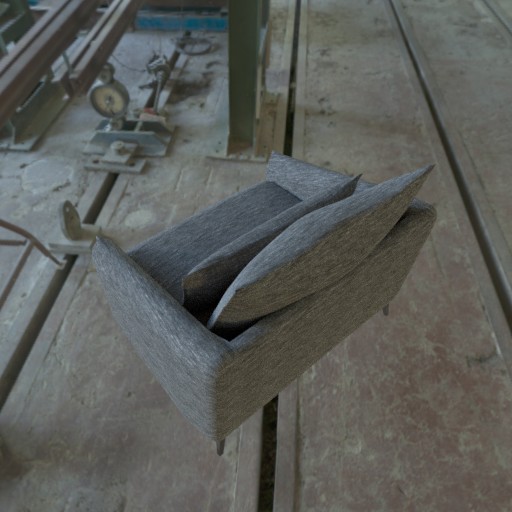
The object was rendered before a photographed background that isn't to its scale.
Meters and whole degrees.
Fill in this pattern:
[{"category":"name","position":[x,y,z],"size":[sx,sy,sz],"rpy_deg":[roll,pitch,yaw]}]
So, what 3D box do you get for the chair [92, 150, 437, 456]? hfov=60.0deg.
[{"category":"chair","position":[0.000,0.000,1.629],"size":[1.004,0.842,0.805],"rpy_deg":[-32,54,-27]}]
